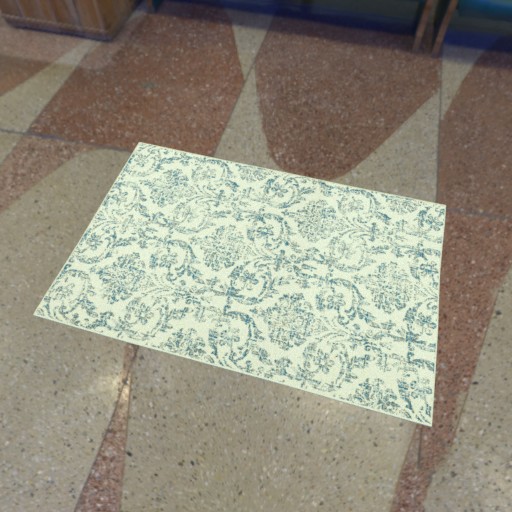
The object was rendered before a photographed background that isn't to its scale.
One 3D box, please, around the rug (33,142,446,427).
[{"bbox_3d":[0.000,0.000,3.386,2.746,0.018,1.819,13,58,9],"label":"rug"}]
